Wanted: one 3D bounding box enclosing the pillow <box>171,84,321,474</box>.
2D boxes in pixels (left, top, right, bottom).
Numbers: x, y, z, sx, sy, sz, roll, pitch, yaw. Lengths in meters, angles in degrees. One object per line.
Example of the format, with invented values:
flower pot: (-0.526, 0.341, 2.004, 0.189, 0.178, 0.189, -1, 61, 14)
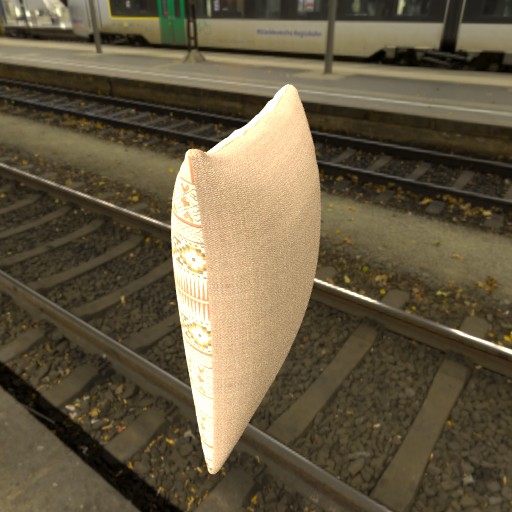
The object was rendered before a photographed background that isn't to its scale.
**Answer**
pillow: (0.000, 0.000, 0.792, 0.215, 0.519, 0.521, 8, 30, 13)
